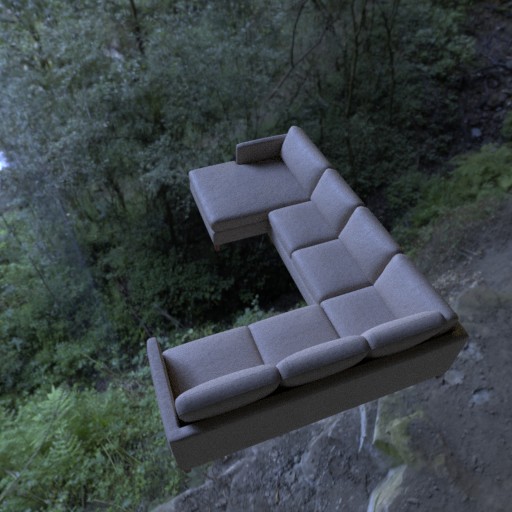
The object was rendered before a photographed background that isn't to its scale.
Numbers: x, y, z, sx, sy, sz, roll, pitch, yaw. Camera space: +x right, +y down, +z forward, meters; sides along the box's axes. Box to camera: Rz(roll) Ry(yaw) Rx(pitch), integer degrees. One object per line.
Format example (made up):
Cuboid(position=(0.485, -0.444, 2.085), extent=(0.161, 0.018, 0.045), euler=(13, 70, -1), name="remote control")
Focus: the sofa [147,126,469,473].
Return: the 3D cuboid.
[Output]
Cuboid(position=(0.000, 0.000, 4.592), extent=(2.551, 0.889, 3.403), euler=(-15, 48, -14), name="sofa")
